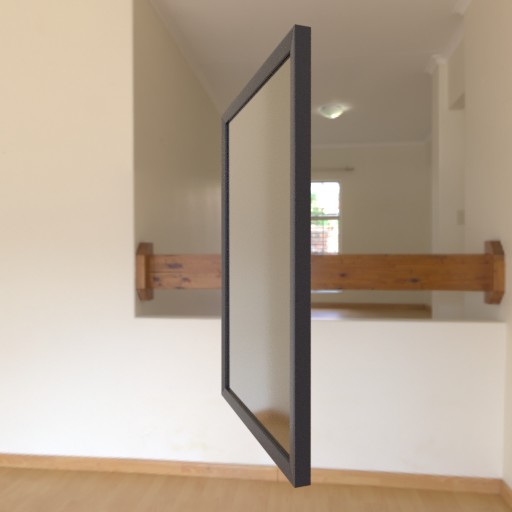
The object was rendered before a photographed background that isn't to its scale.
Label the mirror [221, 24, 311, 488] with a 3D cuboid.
[{"bbox_3d":[0.000,0.000,1.169,0.040,0.915,0.609,0,0,-18],"label":"mirror"}]
